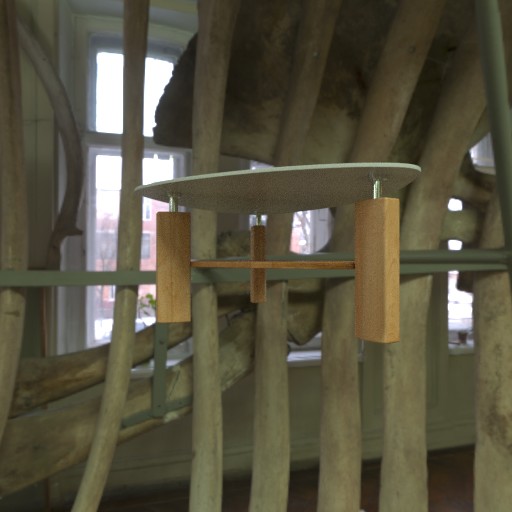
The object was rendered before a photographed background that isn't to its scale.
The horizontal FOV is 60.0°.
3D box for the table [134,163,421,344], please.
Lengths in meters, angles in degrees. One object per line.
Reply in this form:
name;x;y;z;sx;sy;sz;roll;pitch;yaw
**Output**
table;0.000;0.000;1.602;0.850;0.440;1.250;0;0;-17
